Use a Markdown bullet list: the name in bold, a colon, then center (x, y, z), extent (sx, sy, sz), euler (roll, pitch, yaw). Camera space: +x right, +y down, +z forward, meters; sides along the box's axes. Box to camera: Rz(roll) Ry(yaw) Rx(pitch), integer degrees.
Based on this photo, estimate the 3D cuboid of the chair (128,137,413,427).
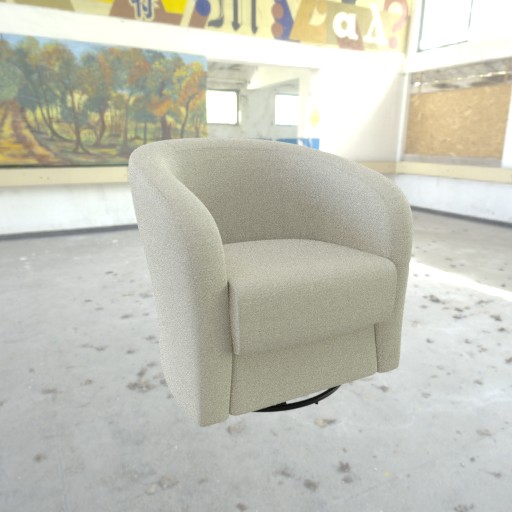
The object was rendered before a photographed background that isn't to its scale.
- **chair**: center (0.000, 0.000, 1.492), extent (0.791, 0.771, 0.815), euler (-7, 17, -26)
